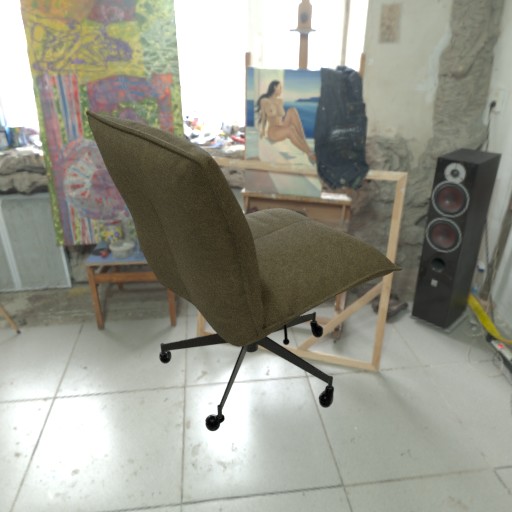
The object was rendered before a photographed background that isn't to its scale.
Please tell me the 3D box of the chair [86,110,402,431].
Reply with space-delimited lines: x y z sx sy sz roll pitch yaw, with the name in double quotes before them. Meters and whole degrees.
"chair" 0.000 0.000 1.297 0.696 0.811 0.597 -18 32 -32
